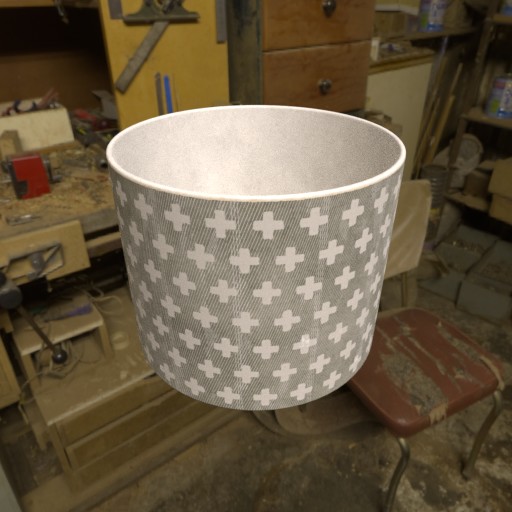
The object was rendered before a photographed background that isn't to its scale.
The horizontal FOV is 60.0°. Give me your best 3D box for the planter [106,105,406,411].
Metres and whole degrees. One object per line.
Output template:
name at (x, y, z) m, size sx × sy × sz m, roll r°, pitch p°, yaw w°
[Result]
planter at (0.000, 0.000, 0.339) m, size 0.190 × 0.181 × 0.190 m, roll 0°, pitch 32°, yaw 0°
